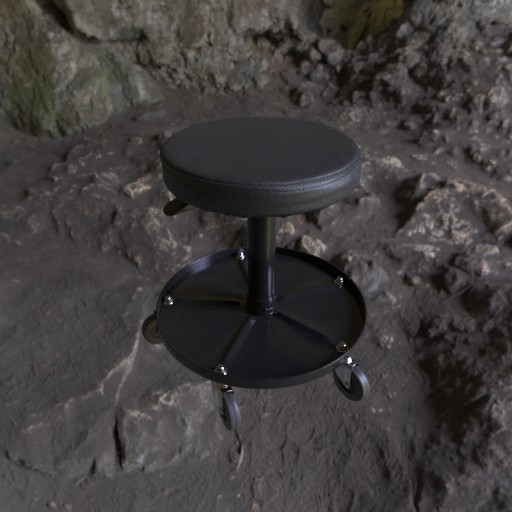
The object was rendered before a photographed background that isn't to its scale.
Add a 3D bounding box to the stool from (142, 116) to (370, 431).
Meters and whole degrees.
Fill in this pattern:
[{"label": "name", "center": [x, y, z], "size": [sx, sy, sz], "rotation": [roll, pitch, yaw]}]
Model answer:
[{"label": "stool", "center": [0.000, 0.000, 0.698], "size": [0.382, 0.365, 0.381], "rotation": [-11, 34, -16]}]
